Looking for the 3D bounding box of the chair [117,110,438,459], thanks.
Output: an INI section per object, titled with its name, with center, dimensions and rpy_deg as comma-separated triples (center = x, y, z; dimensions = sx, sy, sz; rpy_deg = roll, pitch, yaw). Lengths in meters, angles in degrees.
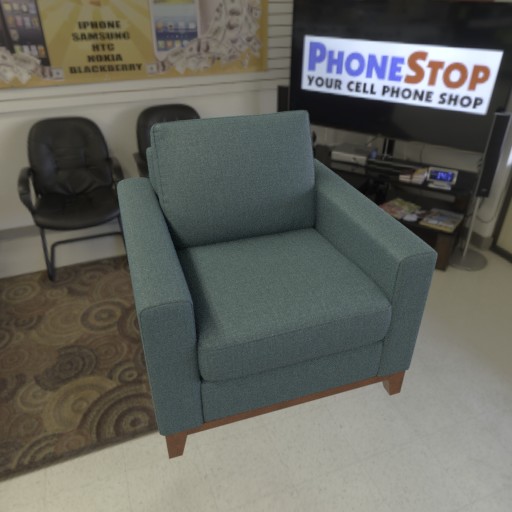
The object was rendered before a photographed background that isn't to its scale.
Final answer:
[chair]
center = 0.000, 0.000, 1.870
dimensions = 1.024, 1.010, 1.038
rpy_deg = -10, 33, -16
